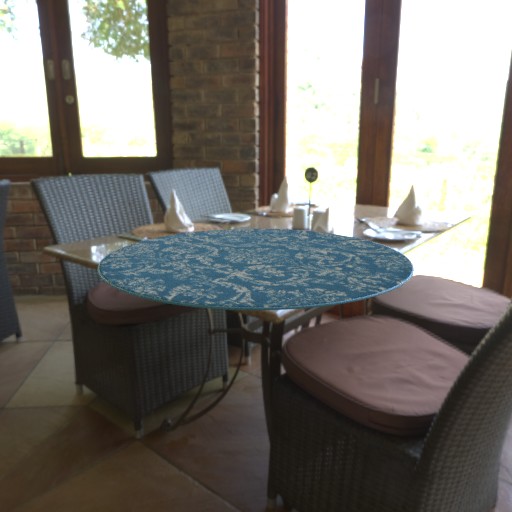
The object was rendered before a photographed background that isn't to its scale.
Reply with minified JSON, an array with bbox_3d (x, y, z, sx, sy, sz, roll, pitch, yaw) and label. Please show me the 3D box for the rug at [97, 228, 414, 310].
[{"bbox_3d":[0.000,0.000,2.357,1.593,0.012,1.593,0,14,0],"label":"rug"}]
